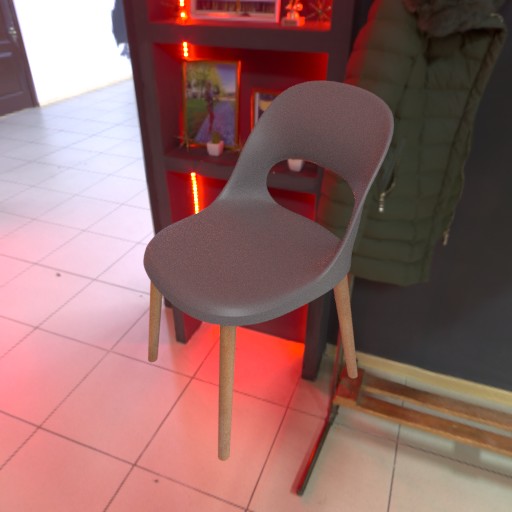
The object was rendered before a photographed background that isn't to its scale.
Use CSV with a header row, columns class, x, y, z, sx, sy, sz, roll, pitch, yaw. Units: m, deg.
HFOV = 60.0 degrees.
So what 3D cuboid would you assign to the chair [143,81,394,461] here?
class,x,y,z,sx,sy,sz,roll,pitch,yaw
chair,0.000,0.000,1.166,0.556,0.795,0.470,-22,38,-30
